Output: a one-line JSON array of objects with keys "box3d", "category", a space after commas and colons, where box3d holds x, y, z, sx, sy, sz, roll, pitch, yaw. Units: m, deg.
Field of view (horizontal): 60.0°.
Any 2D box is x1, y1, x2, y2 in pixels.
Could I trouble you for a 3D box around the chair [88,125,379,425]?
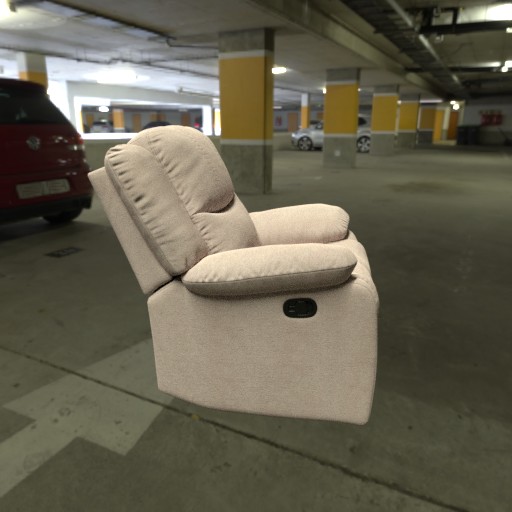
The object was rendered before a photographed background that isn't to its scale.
[{"box3d": [0.000, 0.000, 1.782, 0.944, 1.008, 0.899, 3, 17, 9], "category": "chair"}]
